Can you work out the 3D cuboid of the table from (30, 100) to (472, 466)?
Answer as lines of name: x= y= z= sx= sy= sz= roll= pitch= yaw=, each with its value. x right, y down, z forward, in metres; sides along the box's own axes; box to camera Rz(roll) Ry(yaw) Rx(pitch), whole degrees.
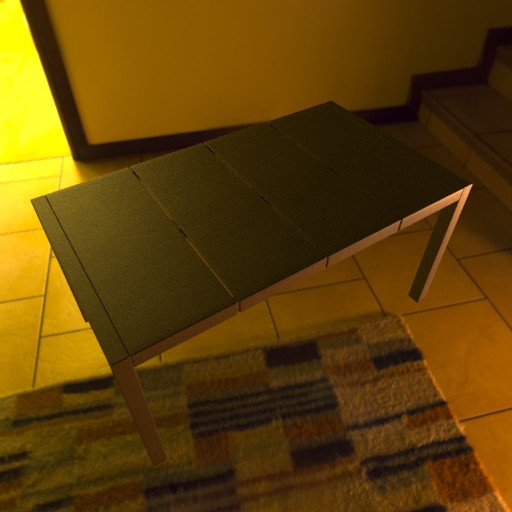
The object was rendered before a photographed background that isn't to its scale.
table: x=0.000 y=0.000 z=1.274 sx=0.965 sy=0.460 sz=0.559 roll=-25 pitch=50 yaw=-23
